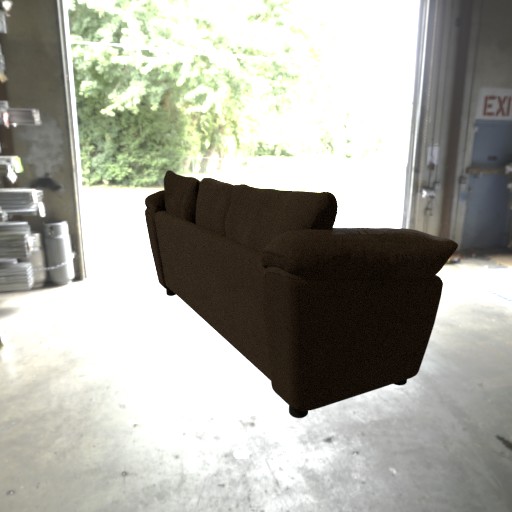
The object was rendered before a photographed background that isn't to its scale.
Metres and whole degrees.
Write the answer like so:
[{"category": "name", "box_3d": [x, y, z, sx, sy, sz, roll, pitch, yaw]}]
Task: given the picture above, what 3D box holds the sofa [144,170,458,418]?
[{"category": "sofa", "box_3d": [0.000, 0.000, 2.860, 0.878, 1.015, 2.336, -7, 15, -27]}]
